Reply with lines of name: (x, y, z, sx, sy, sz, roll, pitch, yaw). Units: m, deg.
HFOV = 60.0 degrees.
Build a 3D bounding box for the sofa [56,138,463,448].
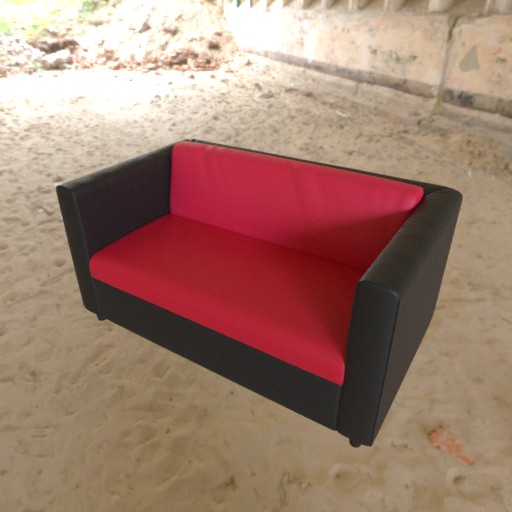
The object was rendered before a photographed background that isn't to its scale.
sofa: (0.000, 0.000, 1.911, 1.410, 0.735, 0.845, 18, 34, 28)
